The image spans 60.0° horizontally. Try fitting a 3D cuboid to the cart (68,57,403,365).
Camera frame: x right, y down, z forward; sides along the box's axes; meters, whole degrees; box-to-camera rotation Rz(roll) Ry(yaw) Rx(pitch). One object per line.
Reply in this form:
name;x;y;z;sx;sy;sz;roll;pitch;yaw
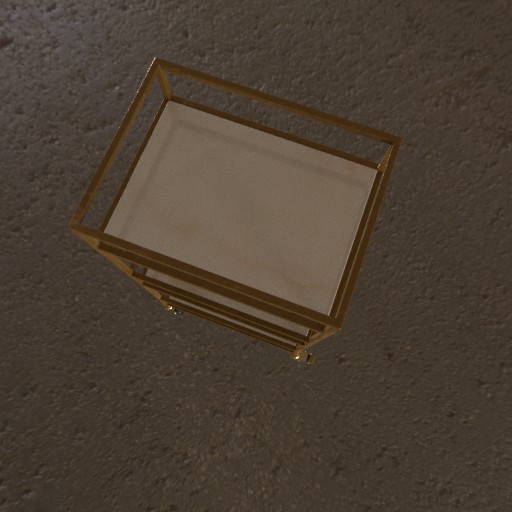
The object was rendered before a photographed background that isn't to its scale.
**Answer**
cart;0.000;0.000;1.009;0.483;0.761;0.332;20;76;5
